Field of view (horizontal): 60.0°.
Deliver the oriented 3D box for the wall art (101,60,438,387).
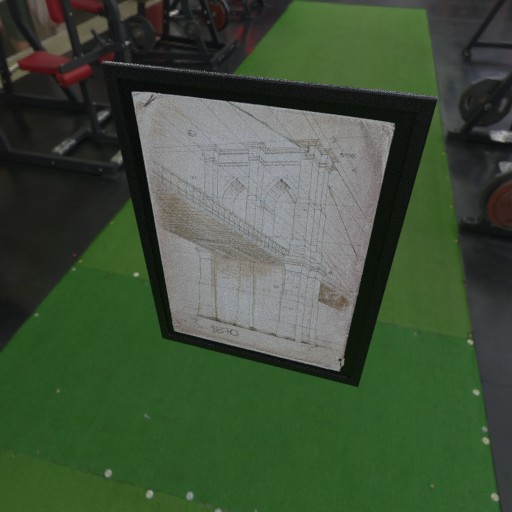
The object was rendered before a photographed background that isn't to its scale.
[{"bbox_3d":[0.000,0.000,1.223,0.707,0.967,0.013,11,43,12],"label":"wall art"}]
